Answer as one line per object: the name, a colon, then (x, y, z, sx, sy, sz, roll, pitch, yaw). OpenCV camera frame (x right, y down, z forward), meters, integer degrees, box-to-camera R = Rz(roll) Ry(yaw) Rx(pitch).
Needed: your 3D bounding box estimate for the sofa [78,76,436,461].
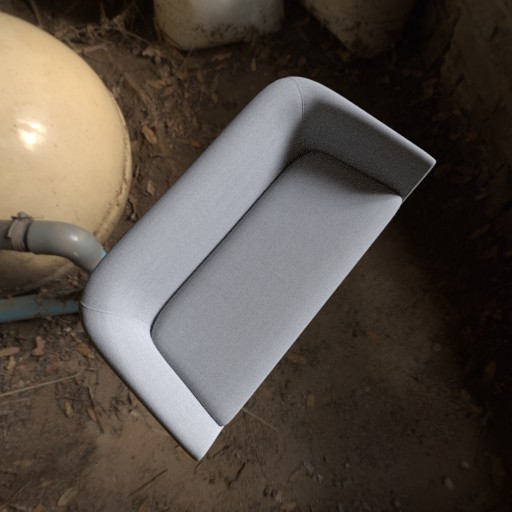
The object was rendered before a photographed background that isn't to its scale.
sofa: (0.000, 0.000, 1.897, 0.705, 0.721, 1.452, 39, 79, 9)
